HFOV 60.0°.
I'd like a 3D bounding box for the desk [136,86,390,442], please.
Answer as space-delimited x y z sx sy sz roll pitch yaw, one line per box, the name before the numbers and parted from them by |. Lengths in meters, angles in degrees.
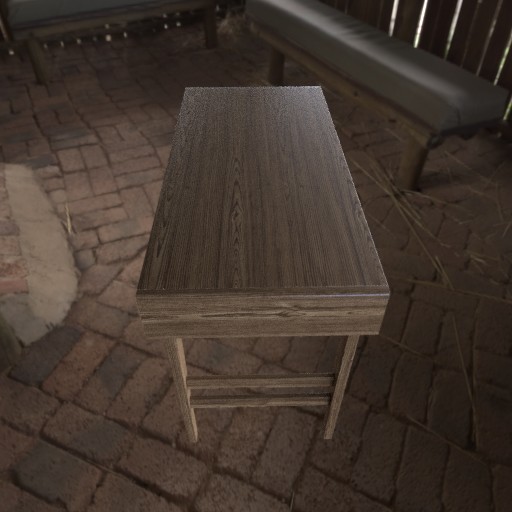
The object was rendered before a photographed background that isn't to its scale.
desk | 0.000 0.000 1.521 0.508 0.755 1.067 -1 42 -1
